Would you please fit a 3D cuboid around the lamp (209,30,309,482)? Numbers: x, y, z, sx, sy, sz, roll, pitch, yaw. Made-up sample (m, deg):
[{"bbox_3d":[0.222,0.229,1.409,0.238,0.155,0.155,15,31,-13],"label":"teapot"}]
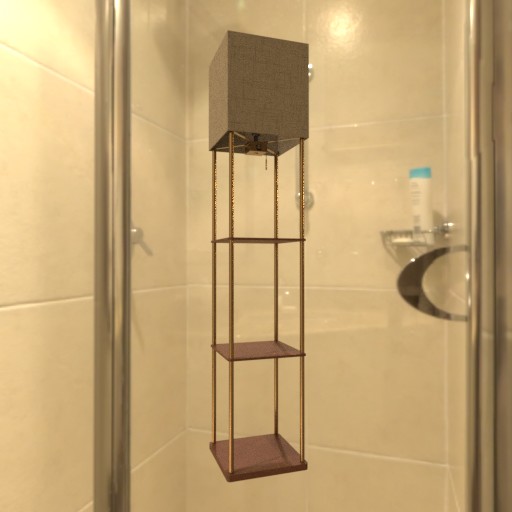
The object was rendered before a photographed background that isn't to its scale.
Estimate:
[{"bbox_3d":[0.000,0.000,1.729,0.310,1.569,0.308,0,-1,-18],"label":"lamp"}]
